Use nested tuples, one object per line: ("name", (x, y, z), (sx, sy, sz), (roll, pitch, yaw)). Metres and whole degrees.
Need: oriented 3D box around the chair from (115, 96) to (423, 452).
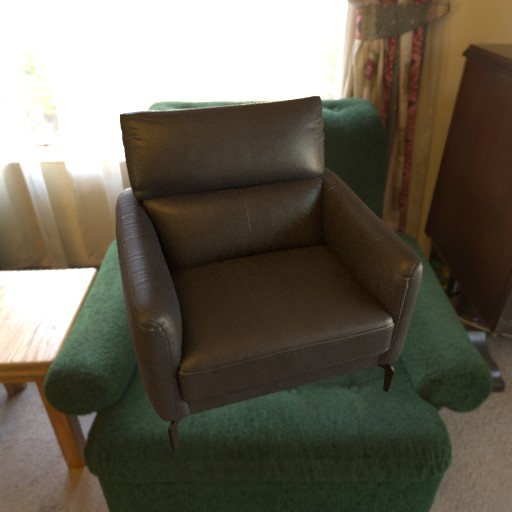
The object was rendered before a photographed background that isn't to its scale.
("chair", (0.000, 0.000, 1.653), (0.976, 0.949, 0.809), (-10, 34, -15))
